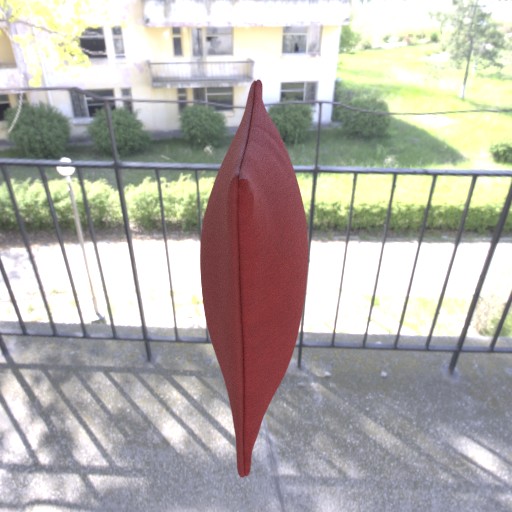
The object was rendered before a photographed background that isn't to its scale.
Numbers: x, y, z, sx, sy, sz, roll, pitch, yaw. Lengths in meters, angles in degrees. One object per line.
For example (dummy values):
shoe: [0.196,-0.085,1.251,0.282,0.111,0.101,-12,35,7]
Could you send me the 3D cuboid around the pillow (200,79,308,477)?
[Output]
pillow: [0.000,0.000,0.651,0.151,0.416,0.435,1,32,2]
